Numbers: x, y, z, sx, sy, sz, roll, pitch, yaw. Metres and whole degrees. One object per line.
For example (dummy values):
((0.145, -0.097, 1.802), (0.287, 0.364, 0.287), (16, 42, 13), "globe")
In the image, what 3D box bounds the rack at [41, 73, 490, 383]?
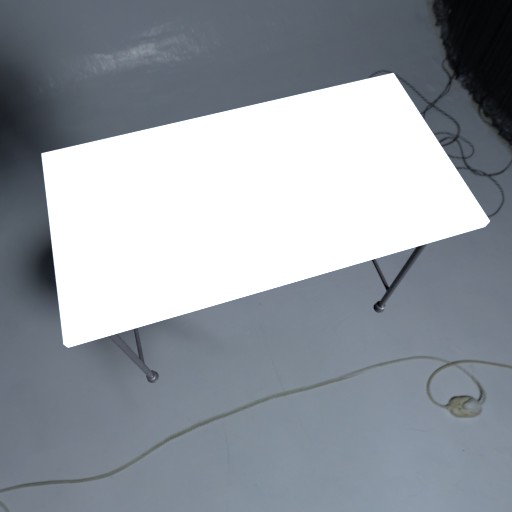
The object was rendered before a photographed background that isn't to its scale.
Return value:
((0.000, 0.000, 1.664), (1.159, 0.880, 0.613), (-16, 64, -8), "rack")
